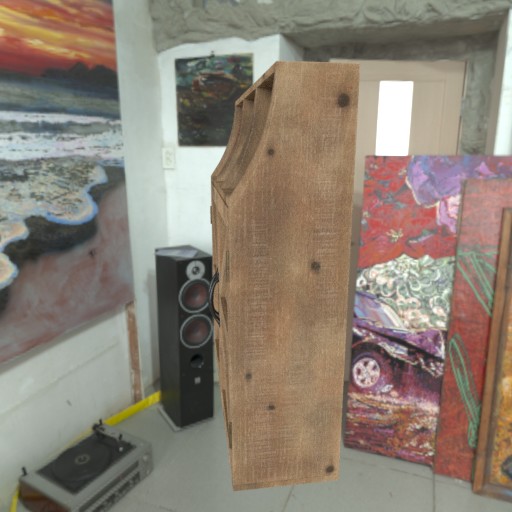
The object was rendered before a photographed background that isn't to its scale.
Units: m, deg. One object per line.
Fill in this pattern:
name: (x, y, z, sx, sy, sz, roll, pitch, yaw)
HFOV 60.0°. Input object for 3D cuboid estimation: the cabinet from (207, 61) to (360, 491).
cabinet: (0.000, 0.000, 0.827, 0.184, 0.590, 0.489, -2, 14, -8)
